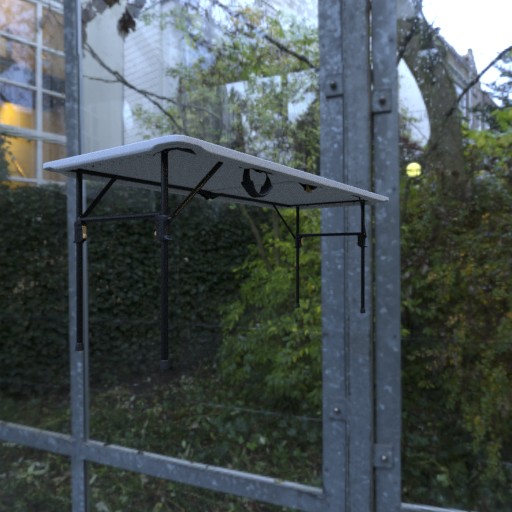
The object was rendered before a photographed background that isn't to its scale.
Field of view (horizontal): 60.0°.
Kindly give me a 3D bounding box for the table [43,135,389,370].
[{"bbox_3d":[0.000,0.000,2.234,0.761,0.719,1.829,0,0,35],"label":"table"}]
